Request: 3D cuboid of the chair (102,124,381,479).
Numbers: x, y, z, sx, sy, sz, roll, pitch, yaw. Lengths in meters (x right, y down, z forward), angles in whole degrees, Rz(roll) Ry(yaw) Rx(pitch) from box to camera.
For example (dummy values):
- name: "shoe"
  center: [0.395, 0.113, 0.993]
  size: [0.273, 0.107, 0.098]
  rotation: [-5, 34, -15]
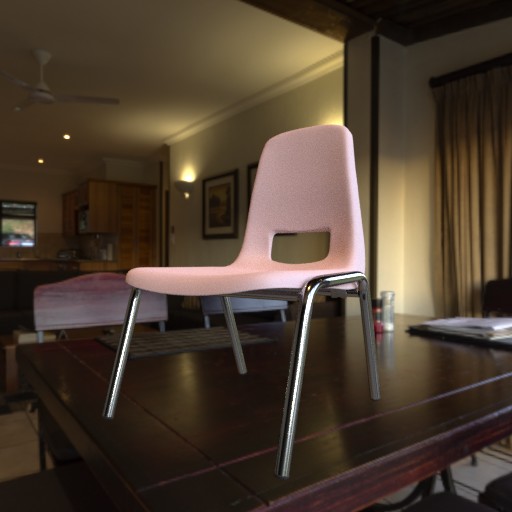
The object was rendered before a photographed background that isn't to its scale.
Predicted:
- name: "chair"
  center: [0.000, 0.000, 0.779]
  size: [0.354, 0.536, 0.385]
  rotation: [0, 0, 35]
